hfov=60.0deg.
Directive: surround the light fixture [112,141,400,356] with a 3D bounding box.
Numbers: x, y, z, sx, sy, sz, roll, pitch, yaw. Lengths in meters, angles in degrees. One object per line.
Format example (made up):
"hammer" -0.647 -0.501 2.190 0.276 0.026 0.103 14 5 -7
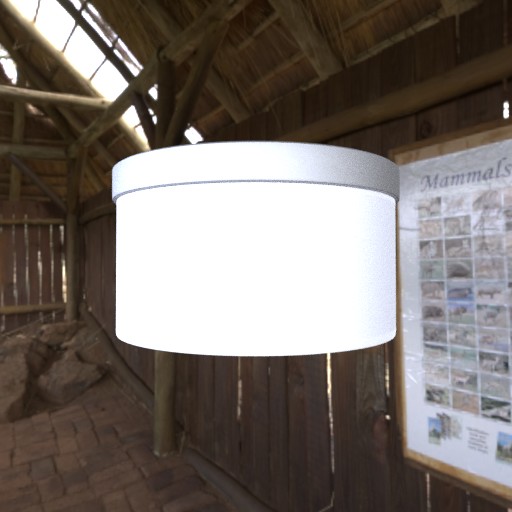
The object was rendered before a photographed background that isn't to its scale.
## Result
"light fixture" 0.000 0.000 0.636 0.393 0.229 0.393 0 -1 0
